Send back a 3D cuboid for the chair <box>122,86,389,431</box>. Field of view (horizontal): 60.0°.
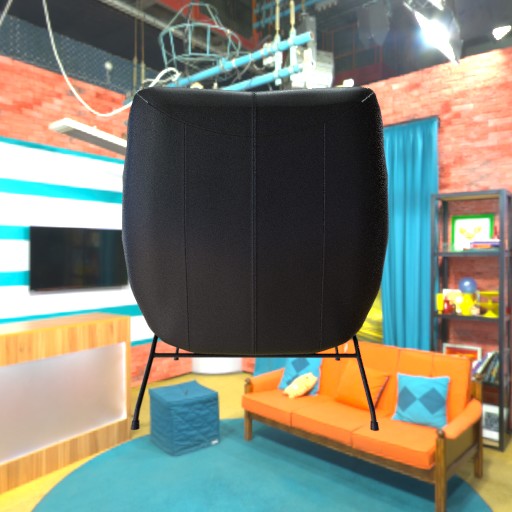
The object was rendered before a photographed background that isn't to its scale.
[{"bbox_3d":[0.000,0.000,1.558,0.836,0.922,0.826,0,0,1],"label":"chair"}]
